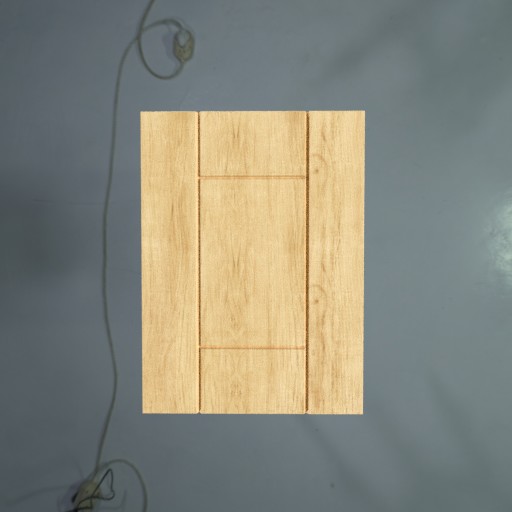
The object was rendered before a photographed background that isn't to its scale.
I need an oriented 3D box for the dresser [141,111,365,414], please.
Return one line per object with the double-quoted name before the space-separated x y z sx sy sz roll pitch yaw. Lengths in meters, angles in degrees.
"dresser" 0.000 0.000 1.298 0.390 1.041 0.531 0 92 1
